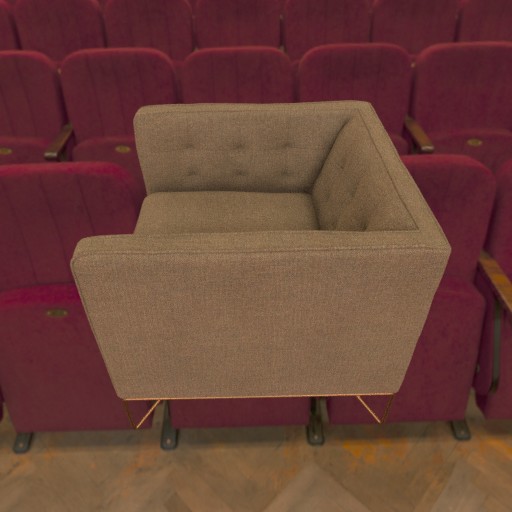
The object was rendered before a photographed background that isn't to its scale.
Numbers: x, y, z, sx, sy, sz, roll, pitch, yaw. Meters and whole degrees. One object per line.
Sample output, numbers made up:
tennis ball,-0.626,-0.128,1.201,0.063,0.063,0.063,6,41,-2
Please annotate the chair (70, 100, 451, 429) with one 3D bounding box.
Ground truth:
chair,0.000,0.000,1.608,0.912,0.799,0.920,-1,40,-1
